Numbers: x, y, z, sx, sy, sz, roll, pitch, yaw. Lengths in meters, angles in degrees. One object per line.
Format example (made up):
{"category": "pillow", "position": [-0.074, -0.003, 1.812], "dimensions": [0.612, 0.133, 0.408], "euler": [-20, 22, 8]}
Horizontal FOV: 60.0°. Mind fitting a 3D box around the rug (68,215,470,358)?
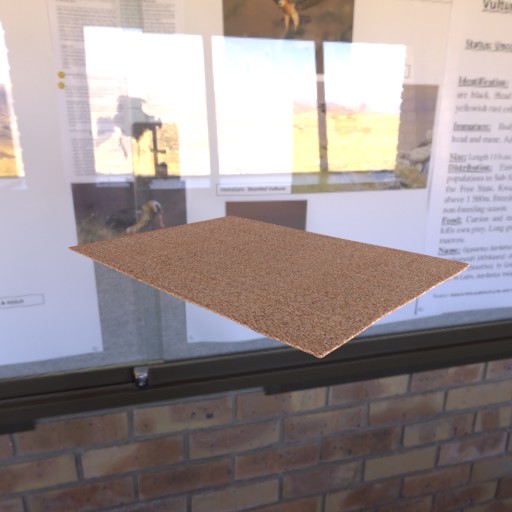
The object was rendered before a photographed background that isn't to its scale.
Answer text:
{"category": "rug", "position": [0.000, 0.000, 2.838], "dimensions": [2.141, 0.013, 1.566], "euler": [15, 22, 41]}
